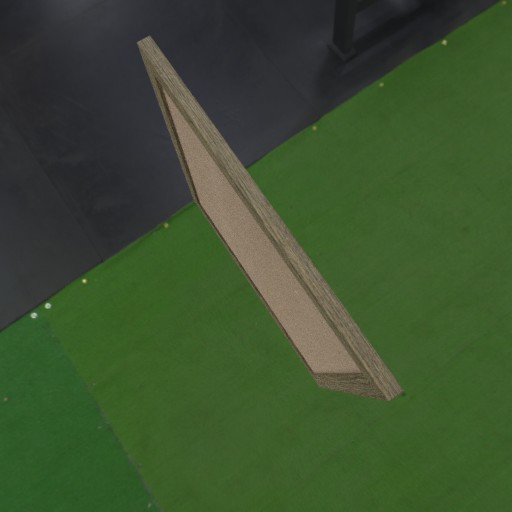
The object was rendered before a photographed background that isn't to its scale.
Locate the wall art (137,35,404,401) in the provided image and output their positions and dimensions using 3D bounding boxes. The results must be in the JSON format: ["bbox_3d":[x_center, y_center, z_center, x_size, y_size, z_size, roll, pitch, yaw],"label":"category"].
[{"bbox_3d":[0.000,0.000,0.742,0.019,0.508,0.508,-33,78,-8],"label":"wall art"}]
